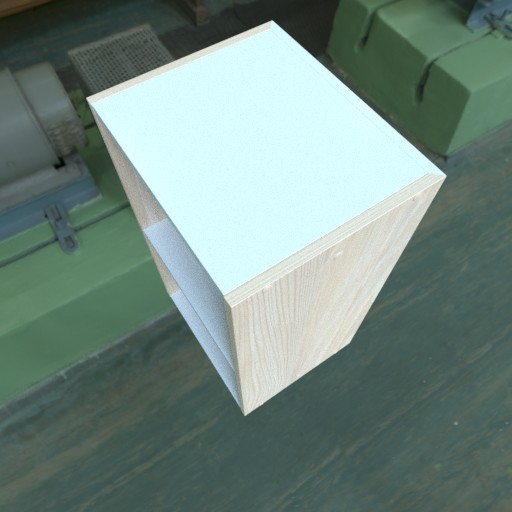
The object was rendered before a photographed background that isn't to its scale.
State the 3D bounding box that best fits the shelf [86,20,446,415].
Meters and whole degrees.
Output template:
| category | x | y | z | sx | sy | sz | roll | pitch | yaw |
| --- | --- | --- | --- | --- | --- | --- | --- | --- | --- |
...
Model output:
| category | x | y | z | sx | sy | sz | roll | pitch | yaw |
| --- | --- | --- | --- | --- | --- | --- | --- | --- | --- |
| shelf | 0.000 | 0.000 | 0.796 | 0.290 | 0.600 | 0.350 | -30 | 65 | -16 |
